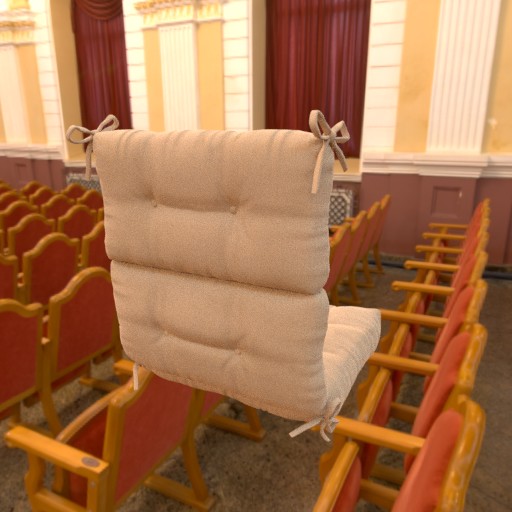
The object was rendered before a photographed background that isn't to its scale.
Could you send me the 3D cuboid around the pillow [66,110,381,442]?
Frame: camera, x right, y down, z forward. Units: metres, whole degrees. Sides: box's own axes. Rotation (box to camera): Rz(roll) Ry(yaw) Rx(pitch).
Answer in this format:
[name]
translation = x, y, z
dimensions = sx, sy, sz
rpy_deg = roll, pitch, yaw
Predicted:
[pillow]
translation = 0.000, 0.000, 1.003
dimensions = 0.519, 0.605, 0.571
rpy_deg = 8, 18, 26
